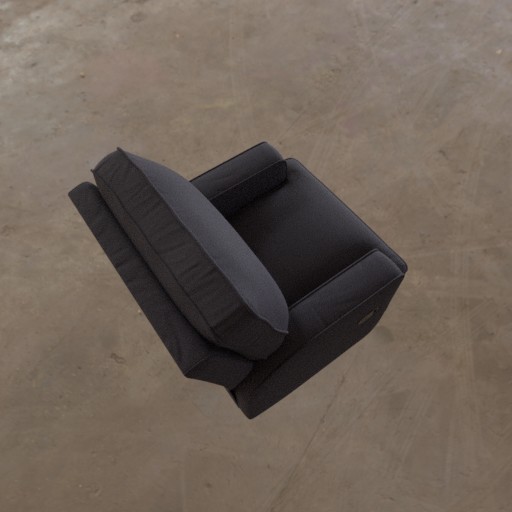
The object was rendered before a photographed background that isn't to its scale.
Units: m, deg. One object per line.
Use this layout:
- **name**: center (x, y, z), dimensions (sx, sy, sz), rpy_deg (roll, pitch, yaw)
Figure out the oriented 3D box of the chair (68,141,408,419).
- **chair**: center (0.000, 0.000, 1.707), dimensions (0.964, 0.962, 0.861), rpy_deg (-31, 63, -18)
